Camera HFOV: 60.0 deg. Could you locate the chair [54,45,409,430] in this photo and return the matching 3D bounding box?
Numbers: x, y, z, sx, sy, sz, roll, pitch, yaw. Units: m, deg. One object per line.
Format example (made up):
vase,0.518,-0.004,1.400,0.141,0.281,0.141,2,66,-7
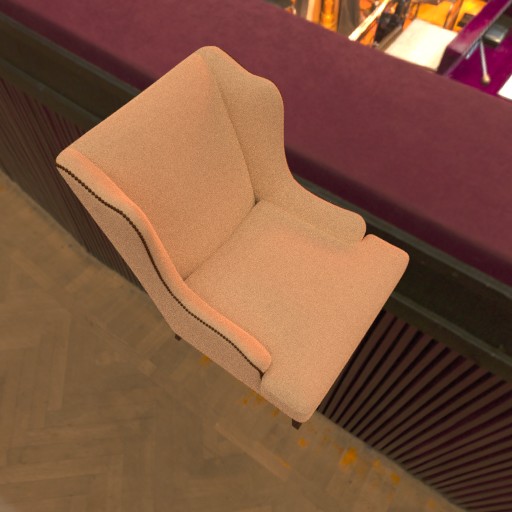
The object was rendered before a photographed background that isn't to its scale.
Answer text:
chair,0.000,0.000,1.630,0.940,1.029,0.737,32,63,18
